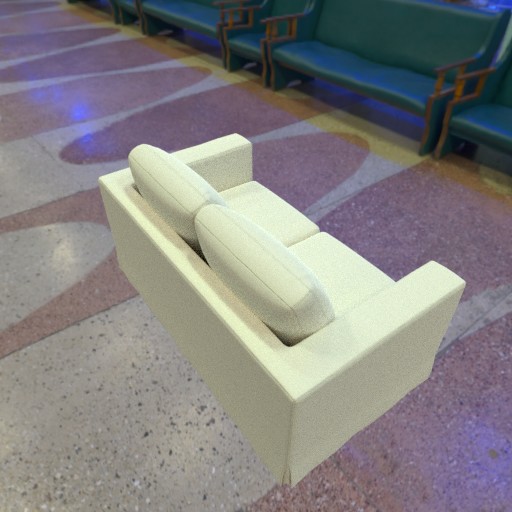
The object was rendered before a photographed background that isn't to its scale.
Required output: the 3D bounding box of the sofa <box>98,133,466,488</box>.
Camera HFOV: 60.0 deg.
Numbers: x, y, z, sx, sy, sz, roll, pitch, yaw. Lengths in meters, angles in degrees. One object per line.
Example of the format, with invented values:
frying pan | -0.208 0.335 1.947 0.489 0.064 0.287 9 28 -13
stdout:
sofa | 0.000 0.000 2.388 1.009 0.932 1.813 -26 47 -26
